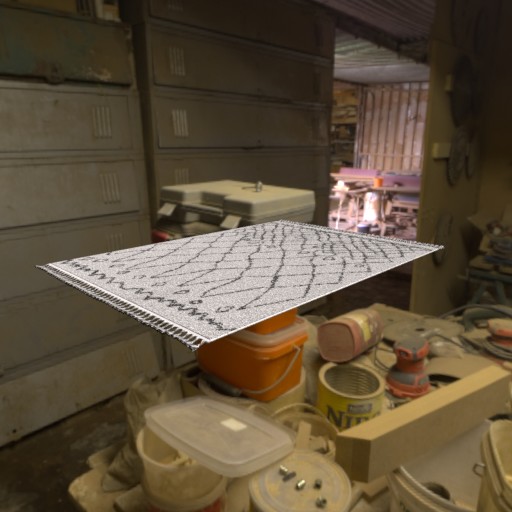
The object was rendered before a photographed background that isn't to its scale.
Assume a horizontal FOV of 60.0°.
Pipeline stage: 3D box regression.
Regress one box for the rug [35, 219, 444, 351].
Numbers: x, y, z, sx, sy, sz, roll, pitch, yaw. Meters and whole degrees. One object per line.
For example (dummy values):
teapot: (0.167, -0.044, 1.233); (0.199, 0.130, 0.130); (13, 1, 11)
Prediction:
rug: (0.000, 0.000, 3.012); (1.613, 0.017, 2.312); (14, 20, 43)
